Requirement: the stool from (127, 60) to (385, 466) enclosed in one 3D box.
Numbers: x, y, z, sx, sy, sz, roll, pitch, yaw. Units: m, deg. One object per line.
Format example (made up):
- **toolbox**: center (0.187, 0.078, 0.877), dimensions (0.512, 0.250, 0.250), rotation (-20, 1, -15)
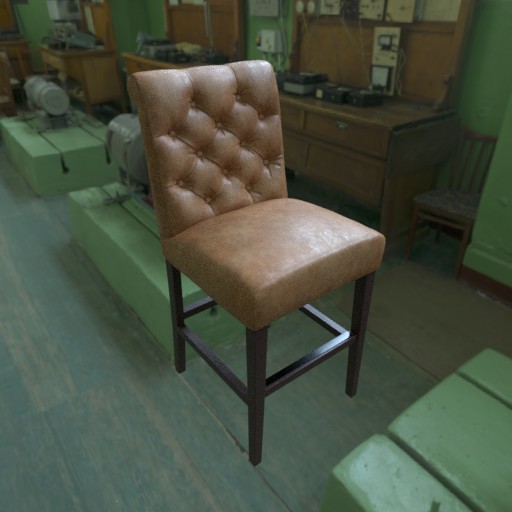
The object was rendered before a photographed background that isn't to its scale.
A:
- **stool**: center (0.000, 0.000, 1.377), dimensions (0.493, 1.047, 0.601), rotation (-22, 37, -32)
